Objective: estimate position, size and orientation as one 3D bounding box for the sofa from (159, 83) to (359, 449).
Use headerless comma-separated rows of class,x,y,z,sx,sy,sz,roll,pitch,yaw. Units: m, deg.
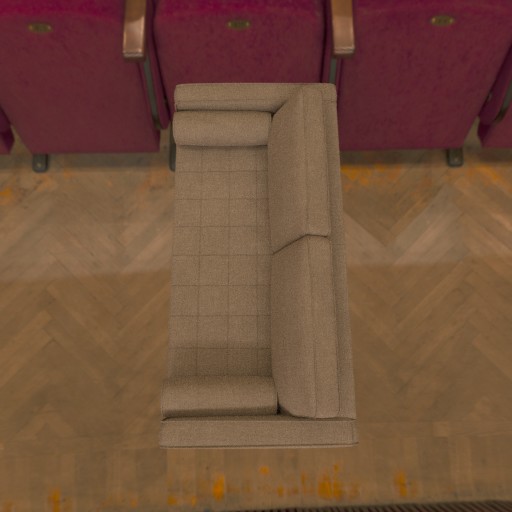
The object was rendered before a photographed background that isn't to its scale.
sofa,0.000,0.000,2.368,0.914,0.762,1.879,-1,75,0
